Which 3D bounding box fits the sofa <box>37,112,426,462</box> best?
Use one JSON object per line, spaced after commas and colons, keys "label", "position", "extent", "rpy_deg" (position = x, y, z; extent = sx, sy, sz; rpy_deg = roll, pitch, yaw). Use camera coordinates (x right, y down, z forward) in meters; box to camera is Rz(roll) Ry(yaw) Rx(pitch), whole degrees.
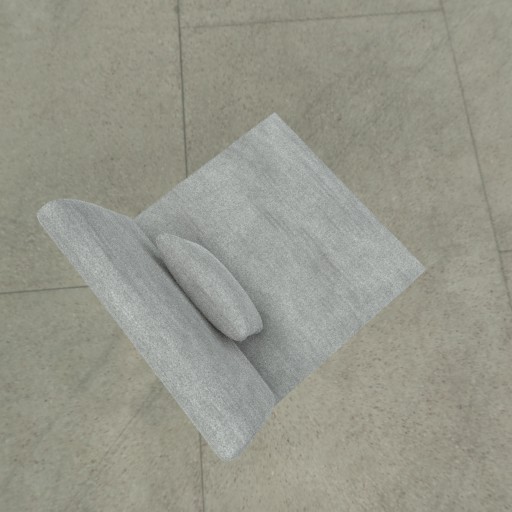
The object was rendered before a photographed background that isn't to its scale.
{"label": "sofa", "position": [0.000, 0.000, 1.674], "extent": [1.000, 0.820, 0.930], "rpy_deg": [-39, 79, -9]}
